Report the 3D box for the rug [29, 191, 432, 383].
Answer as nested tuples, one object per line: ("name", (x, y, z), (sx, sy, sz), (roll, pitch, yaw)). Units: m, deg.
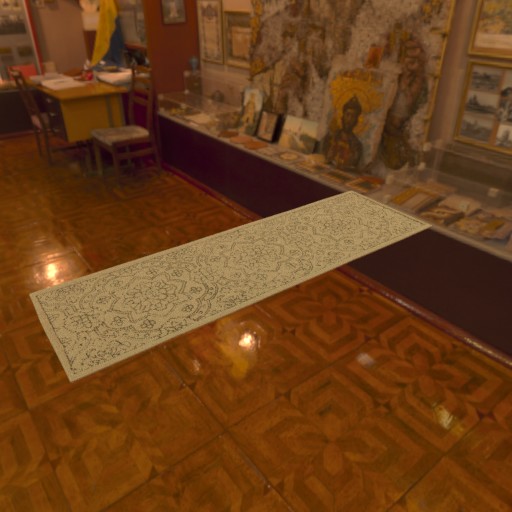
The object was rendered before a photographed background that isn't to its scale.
("rug", (0.000, 0.000, 2.710), (2.448, 0.012, 0.769), (-20, 36, -30))
